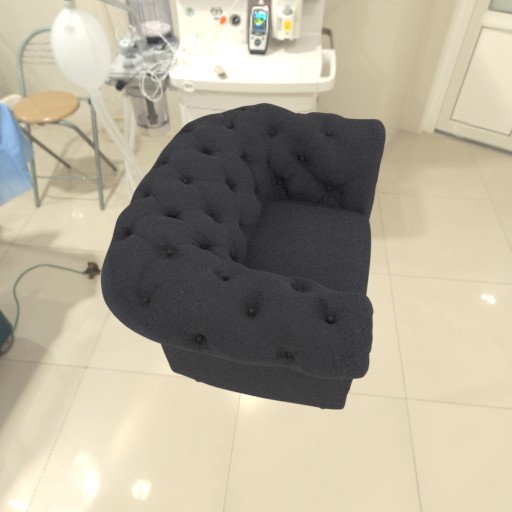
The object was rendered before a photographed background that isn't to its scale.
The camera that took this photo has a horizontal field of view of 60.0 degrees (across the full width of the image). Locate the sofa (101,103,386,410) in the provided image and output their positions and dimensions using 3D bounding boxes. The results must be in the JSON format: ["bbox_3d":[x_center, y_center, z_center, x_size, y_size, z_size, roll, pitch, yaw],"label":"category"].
[{"bbox_3d":[0.000,0.000,2.044,1.032,0.878,1.405,10,47,9],"label":"sofa"}]
